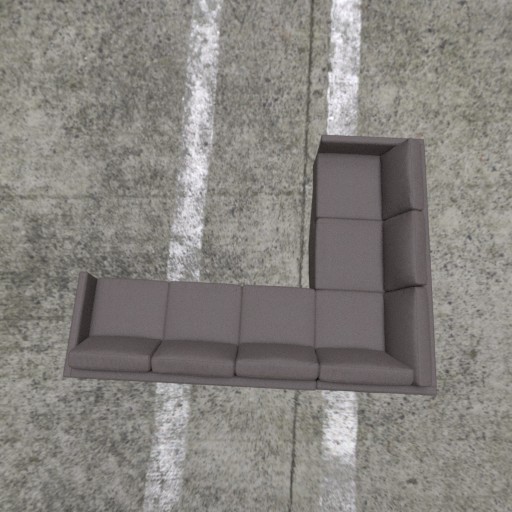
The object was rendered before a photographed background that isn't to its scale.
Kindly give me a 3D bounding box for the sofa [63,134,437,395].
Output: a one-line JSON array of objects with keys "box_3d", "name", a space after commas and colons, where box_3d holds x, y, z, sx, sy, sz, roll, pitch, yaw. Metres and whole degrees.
[{"box_3d": [0.000, 0.000, 4.283, 3.182, 0.871, 2.432, 3, 75, 1], "name": "sofa"}]
